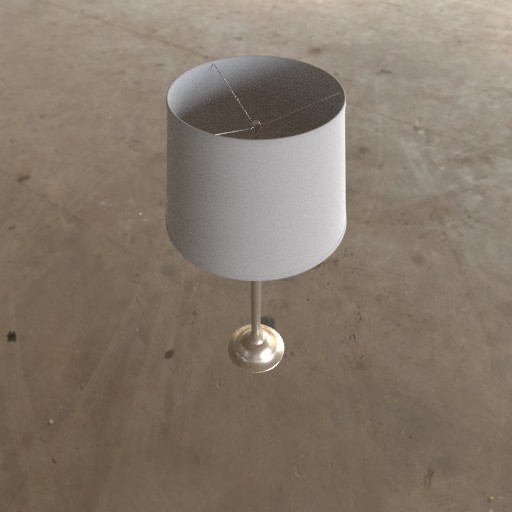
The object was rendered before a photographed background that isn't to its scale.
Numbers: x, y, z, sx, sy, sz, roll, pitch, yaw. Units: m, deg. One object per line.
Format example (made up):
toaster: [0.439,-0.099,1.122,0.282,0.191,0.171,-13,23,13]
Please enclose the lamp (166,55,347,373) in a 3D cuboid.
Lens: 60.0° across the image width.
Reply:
lamp: [0.000,0.000,0.903,0.331,0.698,0.331,0,46,0]
